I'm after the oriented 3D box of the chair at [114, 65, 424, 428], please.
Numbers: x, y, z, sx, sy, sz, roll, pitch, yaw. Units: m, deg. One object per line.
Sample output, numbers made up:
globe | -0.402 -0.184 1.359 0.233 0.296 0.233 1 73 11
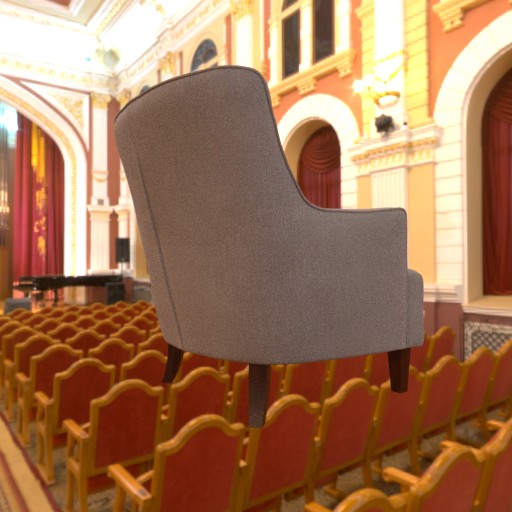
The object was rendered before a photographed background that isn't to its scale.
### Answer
chair | 0.000 0.000 1.535 0.910 0.919 0.781 1 -1 -37
